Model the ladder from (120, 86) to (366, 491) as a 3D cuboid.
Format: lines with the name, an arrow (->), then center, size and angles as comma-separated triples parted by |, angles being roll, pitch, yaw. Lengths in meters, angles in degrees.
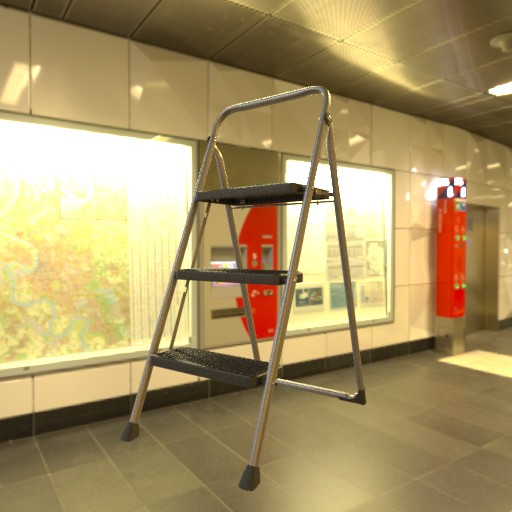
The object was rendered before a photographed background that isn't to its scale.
ladder -> 0.000, 0.000, 1.268 | 0.430, 0.945, 0.629 | 1, 1, 36
